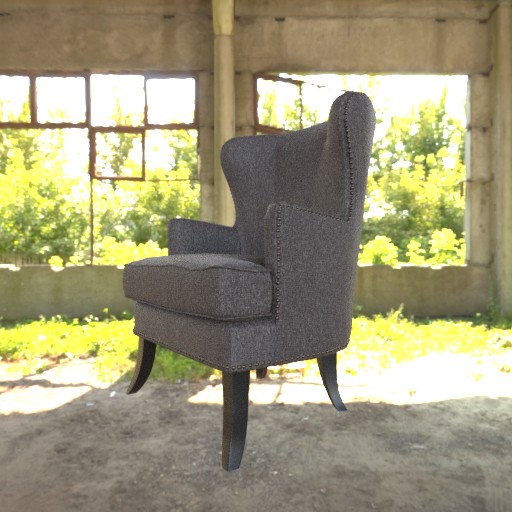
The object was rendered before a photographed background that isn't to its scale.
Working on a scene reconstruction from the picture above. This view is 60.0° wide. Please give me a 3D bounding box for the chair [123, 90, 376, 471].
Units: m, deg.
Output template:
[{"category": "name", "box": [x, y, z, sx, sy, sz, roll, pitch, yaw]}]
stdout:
[{"category": "chair", "box": [0.000, 0.000, 1.600, 0.758, 1.060, 0.759, 0, 0, -35]}]
